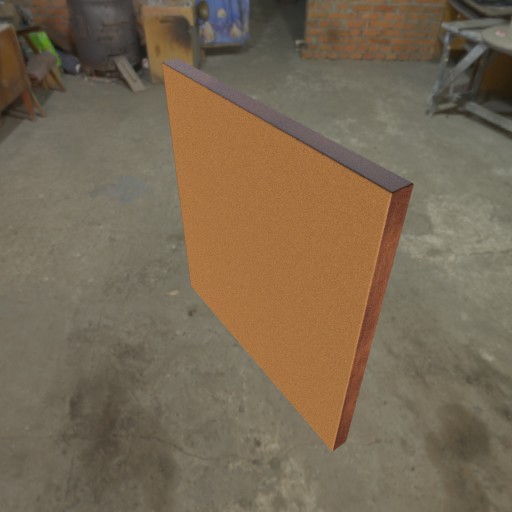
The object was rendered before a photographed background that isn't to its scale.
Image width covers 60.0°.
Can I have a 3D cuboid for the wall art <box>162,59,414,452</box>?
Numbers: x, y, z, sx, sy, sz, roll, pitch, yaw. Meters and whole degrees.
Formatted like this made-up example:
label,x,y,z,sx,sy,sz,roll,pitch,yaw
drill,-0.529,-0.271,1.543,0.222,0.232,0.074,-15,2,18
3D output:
label,x,y,z,sx,sy,sz,roll,pitch,yaw
wall art,0.000,0.000,0.838,0.037,0.572,0.554,-24,46,-26
